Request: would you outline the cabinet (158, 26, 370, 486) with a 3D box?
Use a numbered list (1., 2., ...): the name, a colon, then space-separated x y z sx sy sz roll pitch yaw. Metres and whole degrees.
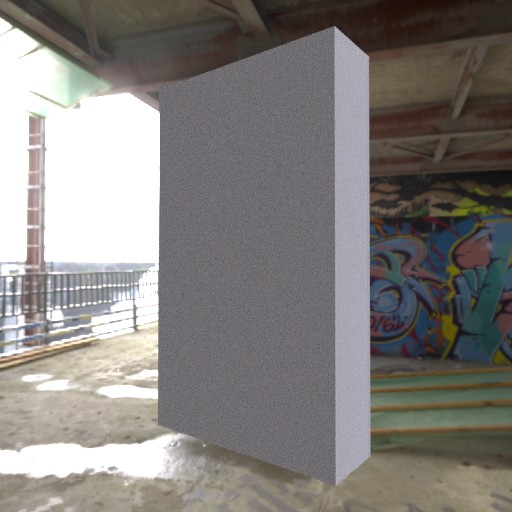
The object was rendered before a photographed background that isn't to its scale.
1. cabinet: 0.000 0.000 1.561 0.750 1.280 0.250 -1 -1 38
